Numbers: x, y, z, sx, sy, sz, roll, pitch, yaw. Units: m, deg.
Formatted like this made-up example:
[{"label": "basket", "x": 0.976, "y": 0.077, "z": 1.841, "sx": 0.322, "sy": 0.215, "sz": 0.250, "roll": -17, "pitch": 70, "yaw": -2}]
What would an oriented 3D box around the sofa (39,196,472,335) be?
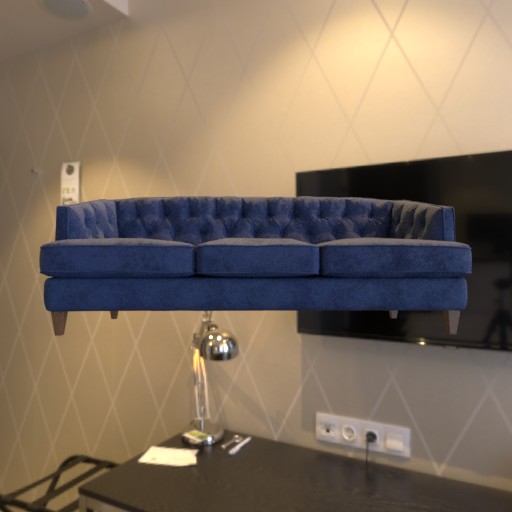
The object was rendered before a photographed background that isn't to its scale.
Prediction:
[{"label": "sofa", "x": 0.000, "y": 0.000, "z": 2.738, "sx": 2.278, "sy": 0.855, "sz": 0.941, "roll": 0, "pitch": -1, "yaw": -1}]
